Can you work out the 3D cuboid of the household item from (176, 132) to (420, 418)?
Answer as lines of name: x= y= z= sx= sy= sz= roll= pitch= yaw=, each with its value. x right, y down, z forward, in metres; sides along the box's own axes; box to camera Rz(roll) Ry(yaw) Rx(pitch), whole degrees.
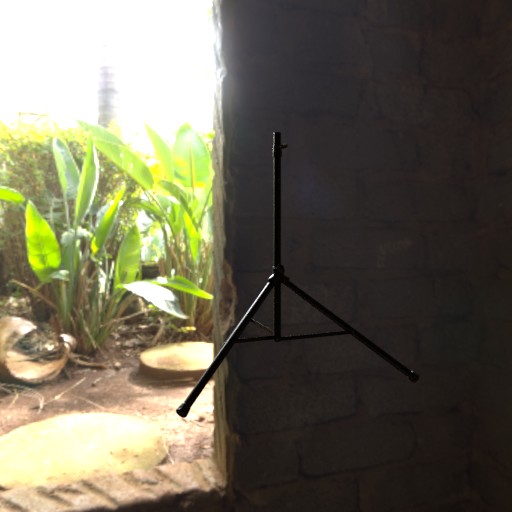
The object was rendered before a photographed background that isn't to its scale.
household item: x=0.000 y=0.000 z=2.718 sx=1.596 sy=1.595 sz=1.339 roll=1 pitch=1 yaw=37
